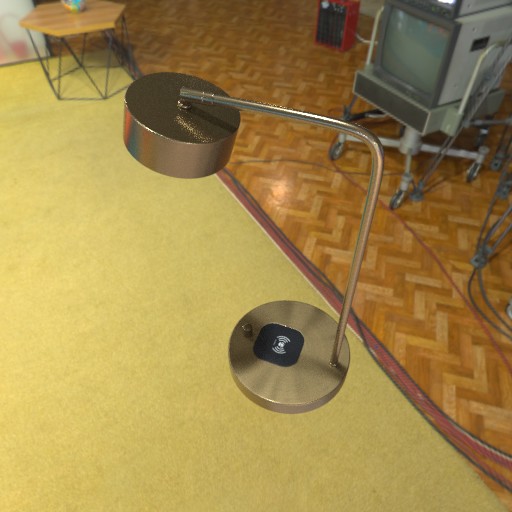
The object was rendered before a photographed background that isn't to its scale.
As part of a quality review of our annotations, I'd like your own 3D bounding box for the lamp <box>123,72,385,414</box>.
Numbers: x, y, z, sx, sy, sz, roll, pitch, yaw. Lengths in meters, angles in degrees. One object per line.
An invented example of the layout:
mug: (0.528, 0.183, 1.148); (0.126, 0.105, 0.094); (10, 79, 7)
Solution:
lamp: (0.000, 0.000, 0.517); (0.270, 0.380, 0.171); (16, 48, 15)
